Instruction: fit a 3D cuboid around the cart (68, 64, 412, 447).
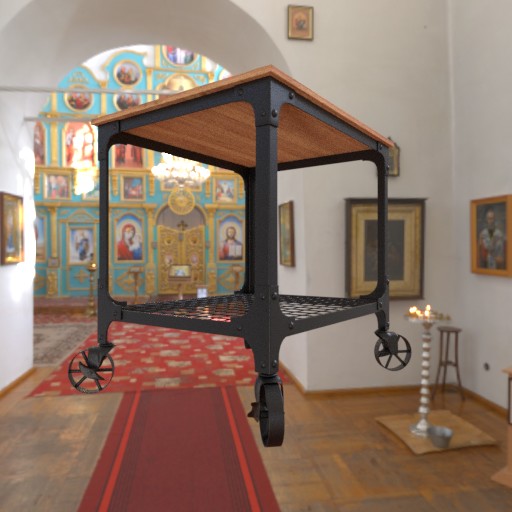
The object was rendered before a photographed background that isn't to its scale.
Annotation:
[{"bbox_3d":[0.000,0.000,1.079,0.558,0.603,0.666,0,0,36],"label":"cart"}]
